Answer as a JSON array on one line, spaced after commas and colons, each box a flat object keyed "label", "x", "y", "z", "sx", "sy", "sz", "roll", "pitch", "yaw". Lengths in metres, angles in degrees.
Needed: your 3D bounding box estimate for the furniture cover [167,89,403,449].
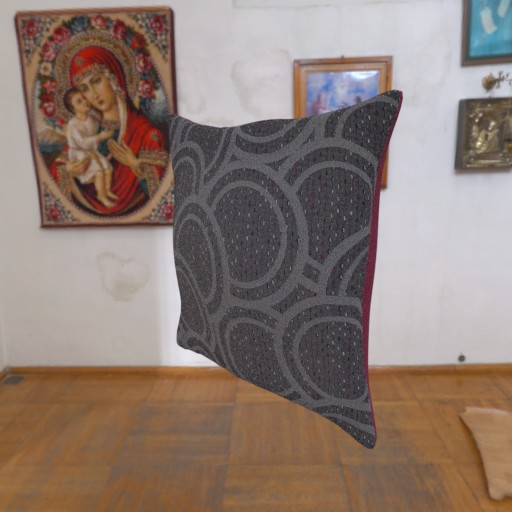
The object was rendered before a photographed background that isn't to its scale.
[{"label": "furniture cover", "x": 0.000, "y": 0.000, "z": 0.786, "sx": 0.163, "sy": 0.513, "sz": 0.514, "roll": -13, "pitch": 19, "yaw": -42}]
